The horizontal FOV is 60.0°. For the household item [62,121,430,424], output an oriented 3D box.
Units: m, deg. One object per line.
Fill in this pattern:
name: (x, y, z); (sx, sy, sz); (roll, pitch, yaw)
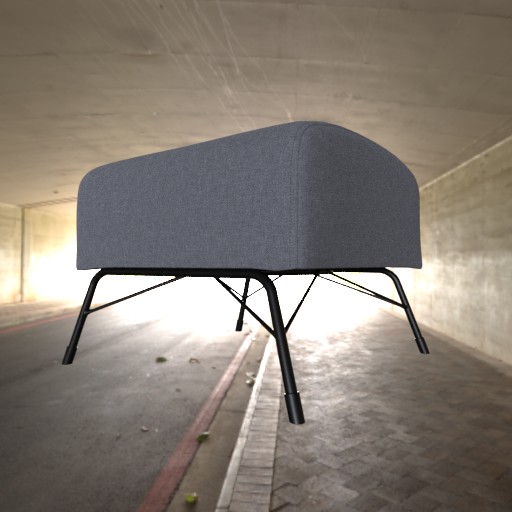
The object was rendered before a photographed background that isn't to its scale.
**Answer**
household item: (0.000, 0.000, 0.893); (0.530, 0.410, 0.530); (-1, -1, 37)
